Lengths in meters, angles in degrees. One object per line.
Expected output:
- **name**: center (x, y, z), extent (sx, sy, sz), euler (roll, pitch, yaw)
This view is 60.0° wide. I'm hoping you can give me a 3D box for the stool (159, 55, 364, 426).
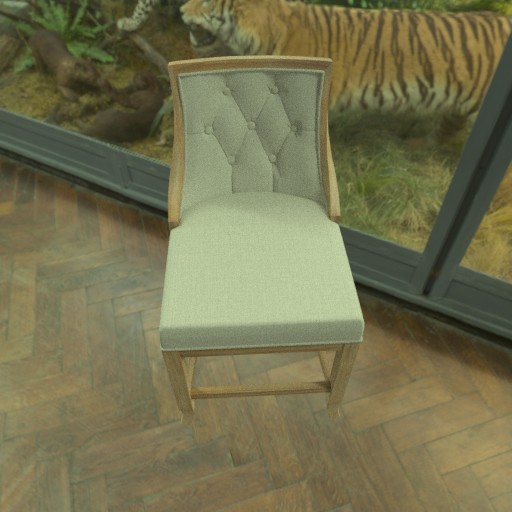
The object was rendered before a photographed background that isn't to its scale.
- **stool**: center (0.000, 0.000, 1.332), extent (0.524, 0.938, 0.626), euler (-2, 47, -2)
